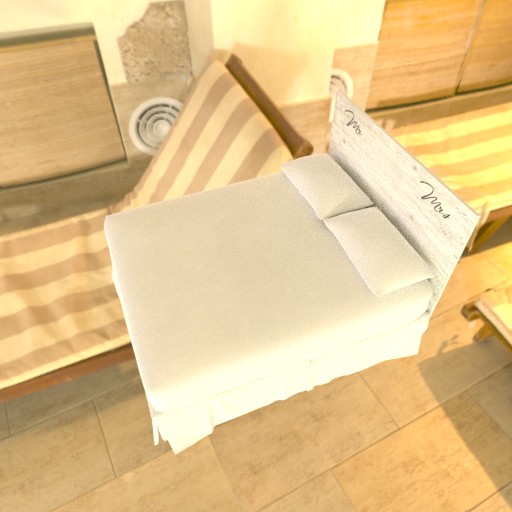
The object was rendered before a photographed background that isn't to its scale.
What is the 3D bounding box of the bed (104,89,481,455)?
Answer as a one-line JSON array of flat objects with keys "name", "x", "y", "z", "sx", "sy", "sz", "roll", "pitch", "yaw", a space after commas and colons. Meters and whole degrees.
[{"name": "bed", "x": 0.000, "y": 0.000, "z": 3.178, "sx": 2.094, "sy": 1.335, "sz": 1.745, "roll": -16, "pitch": 49, "yaw": -15}]
